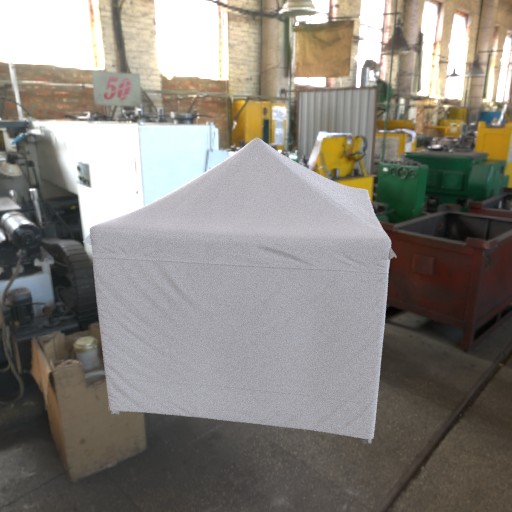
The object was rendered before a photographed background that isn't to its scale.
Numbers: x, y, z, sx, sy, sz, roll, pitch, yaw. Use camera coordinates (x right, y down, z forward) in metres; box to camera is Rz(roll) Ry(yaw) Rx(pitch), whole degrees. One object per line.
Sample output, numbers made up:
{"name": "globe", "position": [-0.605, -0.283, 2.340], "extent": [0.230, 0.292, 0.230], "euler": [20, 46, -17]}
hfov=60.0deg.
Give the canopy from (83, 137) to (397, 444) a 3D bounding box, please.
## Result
{"name": "canopy", "position": [0.000, 0.000, 5.790], "extent": [3.043, 2.997, 3.121], "euler": [3, 18, 9]}
